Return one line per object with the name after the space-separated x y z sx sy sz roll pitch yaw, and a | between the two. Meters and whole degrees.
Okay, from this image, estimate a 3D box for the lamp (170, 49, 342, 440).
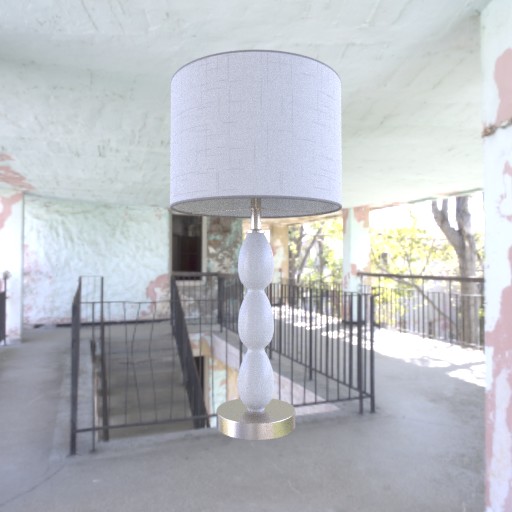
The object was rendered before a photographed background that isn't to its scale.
0.000 0.000 0.738 0.282 0.559 0.280 0 -1 0 | lamp
